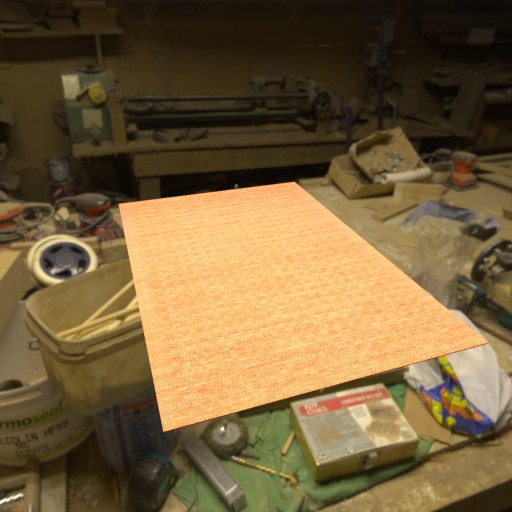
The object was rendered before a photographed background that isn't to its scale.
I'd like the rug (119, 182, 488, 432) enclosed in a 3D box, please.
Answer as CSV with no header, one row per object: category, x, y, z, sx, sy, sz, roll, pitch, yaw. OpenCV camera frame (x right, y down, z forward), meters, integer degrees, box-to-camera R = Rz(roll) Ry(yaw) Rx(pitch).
rug,0.000,0.000,2.813,1.524,0.006,2.285,-10,31,-17
